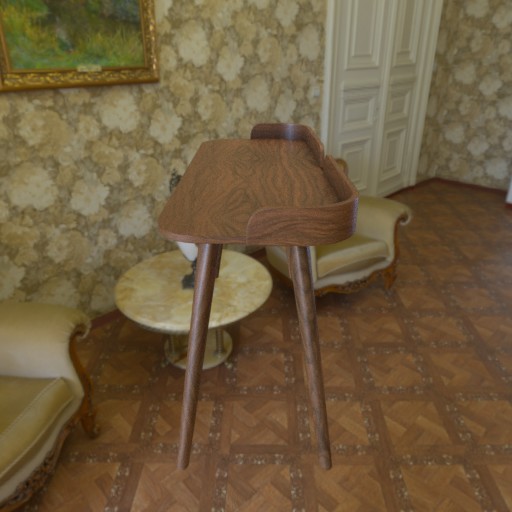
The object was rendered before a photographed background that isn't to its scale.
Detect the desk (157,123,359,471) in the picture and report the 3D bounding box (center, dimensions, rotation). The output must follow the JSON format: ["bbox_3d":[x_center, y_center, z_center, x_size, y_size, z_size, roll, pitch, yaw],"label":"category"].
[{"bbox_3d":[0.000,0.000,1.681,0.486,0.800,1.256,0,25,0],"label":"desk"}]
